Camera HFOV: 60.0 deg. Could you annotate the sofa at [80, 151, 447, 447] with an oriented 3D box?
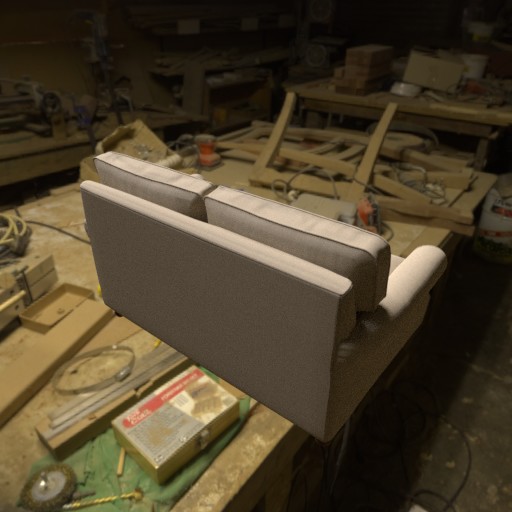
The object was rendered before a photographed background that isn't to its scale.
[{"bbox_3d":[0.000,0.000,2.241,1.665,0.937,0.964,22,37,33],"label":"sofa"}]
